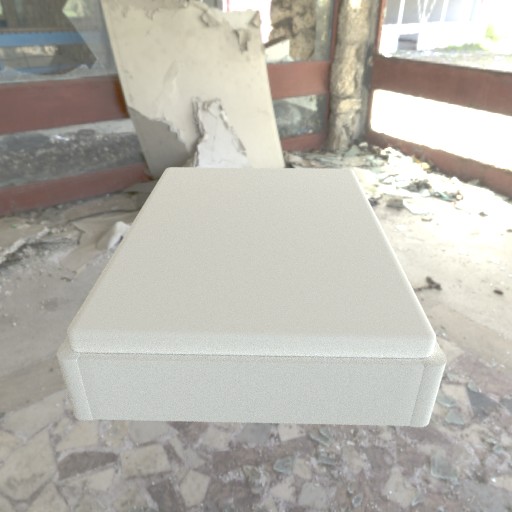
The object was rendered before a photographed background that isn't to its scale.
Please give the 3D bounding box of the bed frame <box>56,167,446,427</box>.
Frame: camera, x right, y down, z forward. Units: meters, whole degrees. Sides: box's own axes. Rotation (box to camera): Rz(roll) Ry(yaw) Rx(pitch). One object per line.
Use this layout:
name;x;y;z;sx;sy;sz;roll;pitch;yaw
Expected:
bed frame;0.000;0.000;2.436;1.400;0.406;1.900;1;30;1
